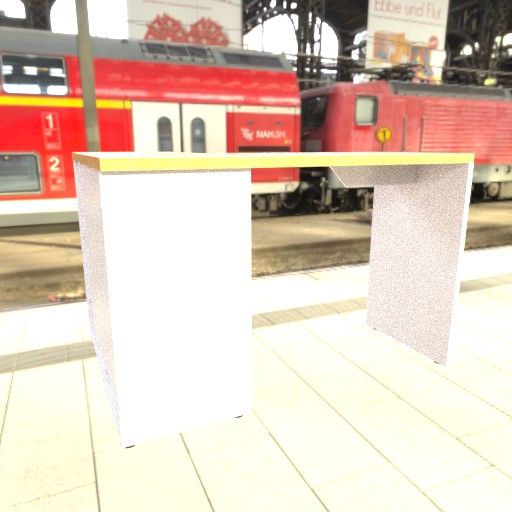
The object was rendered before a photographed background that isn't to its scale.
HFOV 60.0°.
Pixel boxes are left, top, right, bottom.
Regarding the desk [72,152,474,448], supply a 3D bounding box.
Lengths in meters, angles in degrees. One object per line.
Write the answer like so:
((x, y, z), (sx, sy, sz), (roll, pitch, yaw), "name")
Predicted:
((0.000, 0.000, 1.677), (1.170, 0.760, 0.900), (-7, 15, -25), "desk")
